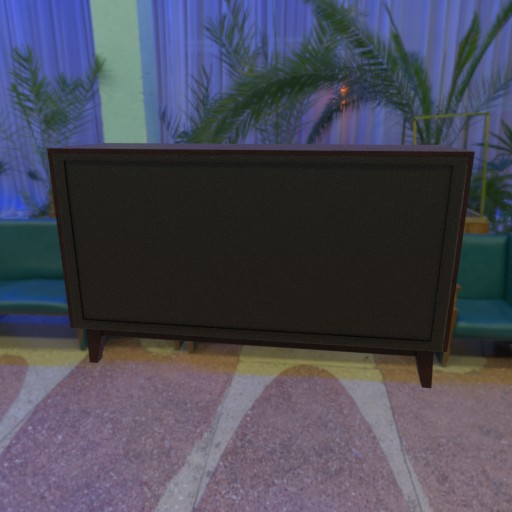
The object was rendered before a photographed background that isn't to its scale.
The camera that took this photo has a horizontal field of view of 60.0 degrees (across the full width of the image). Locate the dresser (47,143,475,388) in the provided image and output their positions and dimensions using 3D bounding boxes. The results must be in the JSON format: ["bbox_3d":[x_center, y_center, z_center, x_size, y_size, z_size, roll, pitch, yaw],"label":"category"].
[{"bbox_3d":[0.000,0.000,2.022,1.609,0.971,0.499,2,17,8],"label":"dresser"}]
